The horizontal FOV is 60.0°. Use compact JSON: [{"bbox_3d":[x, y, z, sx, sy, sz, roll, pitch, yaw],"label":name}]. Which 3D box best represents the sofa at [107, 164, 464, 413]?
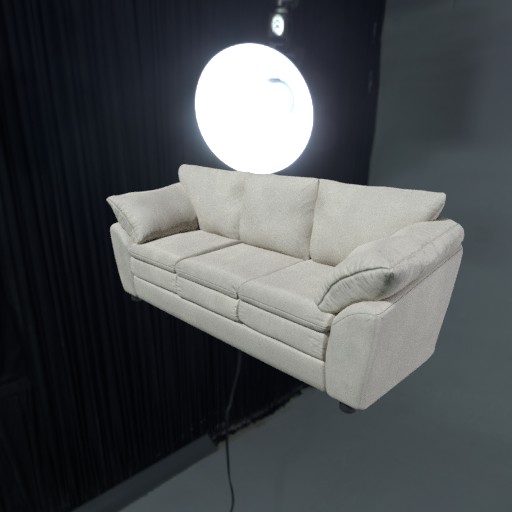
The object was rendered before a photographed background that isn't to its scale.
[{"bbox_3d":[0.000,0.000,2.845,0.878,0.996,2.334,-16,23,-43],"label":"sofa"}]
